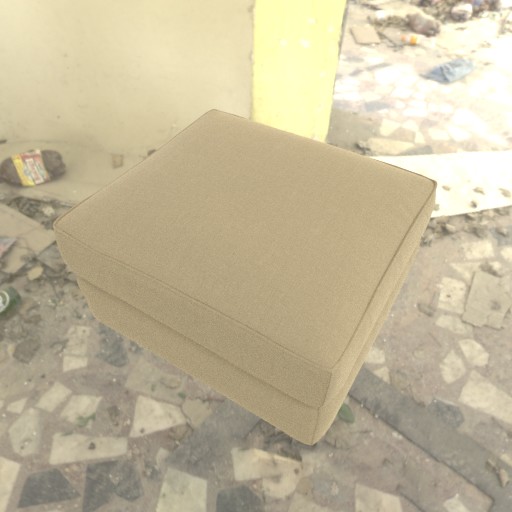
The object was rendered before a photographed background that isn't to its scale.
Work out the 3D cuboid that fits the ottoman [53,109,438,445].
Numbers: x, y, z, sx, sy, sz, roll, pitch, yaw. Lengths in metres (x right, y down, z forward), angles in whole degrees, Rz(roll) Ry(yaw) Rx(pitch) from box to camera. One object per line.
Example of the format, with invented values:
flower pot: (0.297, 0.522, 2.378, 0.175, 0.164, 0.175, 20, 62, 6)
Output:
ottoman: (0.000, 0.000, 1.169, 0.716, 0.505, 0.662, 24, 51, 21)
